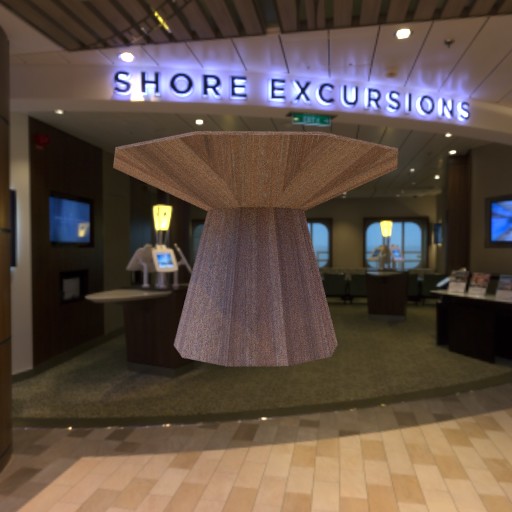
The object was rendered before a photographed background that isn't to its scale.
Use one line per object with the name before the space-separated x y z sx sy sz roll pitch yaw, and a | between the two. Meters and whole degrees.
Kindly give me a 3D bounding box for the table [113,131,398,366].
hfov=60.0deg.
table | 0.000 0.000 1.863 1.186 0.752 1.186 0 1 0
